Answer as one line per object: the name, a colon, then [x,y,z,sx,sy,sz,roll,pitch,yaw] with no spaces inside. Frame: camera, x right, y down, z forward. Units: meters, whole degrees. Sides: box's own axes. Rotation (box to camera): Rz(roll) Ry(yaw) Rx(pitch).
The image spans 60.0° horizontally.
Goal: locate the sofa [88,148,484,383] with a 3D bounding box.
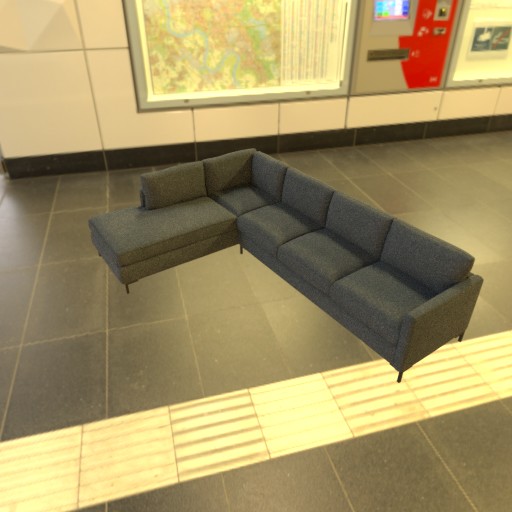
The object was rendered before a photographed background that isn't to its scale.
sofa: [0.000,0.000,3.804,2.007,0.815,2.949,-21,39,-29]
